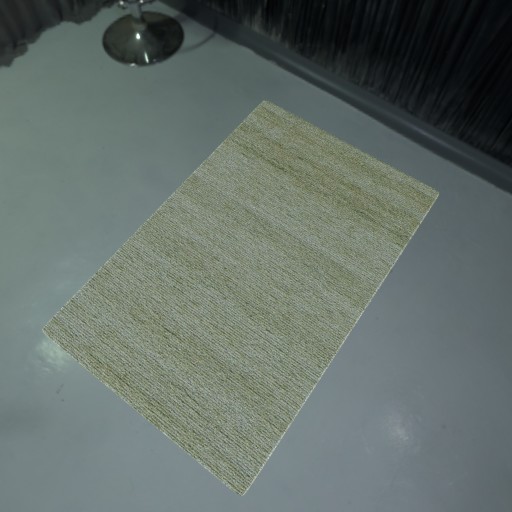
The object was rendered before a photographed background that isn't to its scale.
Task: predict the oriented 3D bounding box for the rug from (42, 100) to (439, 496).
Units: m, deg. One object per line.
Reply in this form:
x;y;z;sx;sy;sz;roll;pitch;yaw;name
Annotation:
0.000;0.000;2.178;1.143;0.010;1.758;33;68;15;rug
